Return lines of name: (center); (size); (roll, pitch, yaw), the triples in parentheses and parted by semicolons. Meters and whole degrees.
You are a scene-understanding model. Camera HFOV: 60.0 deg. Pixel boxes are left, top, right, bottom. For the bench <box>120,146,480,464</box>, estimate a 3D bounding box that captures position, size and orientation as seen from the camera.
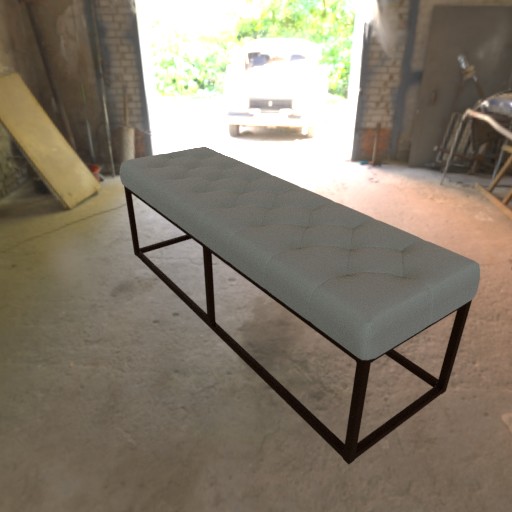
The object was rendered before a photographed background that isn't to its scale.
bench: (0.000, 0.000, 1.709); (0.479, 0.488, 1.488); (-20, 35, -31)
